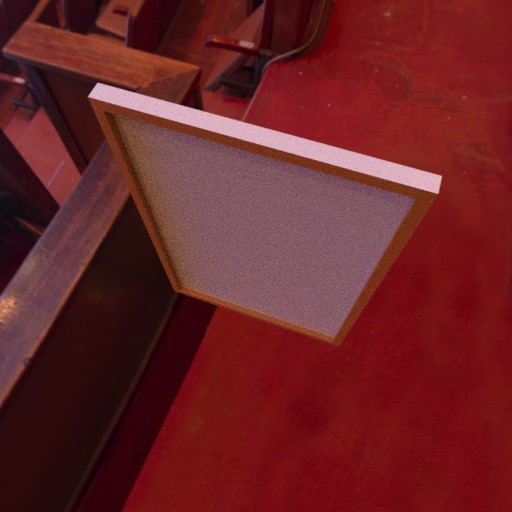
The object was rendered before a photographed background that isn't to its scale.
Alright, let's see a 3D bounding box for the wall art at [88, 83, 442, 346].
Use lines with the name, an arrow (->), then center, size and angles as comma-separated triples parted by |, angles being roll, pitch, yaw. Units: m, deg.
wall art -> 0.000, 0.000, 1.146 | 0.610, 0.916, 0.037 | 18, 65, 8
